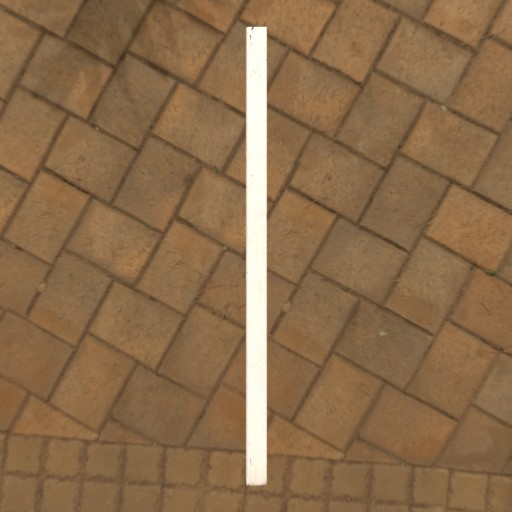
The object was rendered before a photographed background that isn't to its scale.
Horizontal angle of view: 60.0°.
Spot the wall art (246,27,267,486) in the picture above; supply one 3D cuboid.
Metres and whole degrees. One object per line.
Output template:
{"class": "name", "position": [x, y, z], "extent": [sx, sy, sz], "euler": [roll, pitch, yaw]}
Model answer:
{"class": "wall art", "position": [0.000, 0.000, 1.111], "extent": [0.038, 0.762, 0.762], "euler": [0, 90, 0]}
